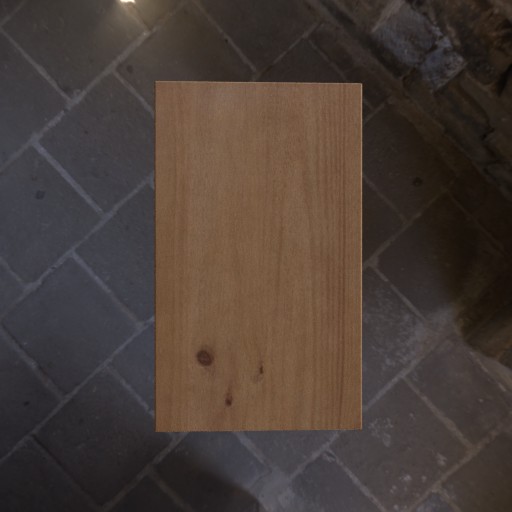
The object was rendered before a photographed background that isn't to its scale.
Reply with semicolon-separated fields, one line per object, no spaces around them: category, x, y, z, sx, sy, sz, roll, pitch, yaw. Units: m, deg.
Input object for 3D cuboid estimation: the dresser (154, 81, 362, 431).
dresser;0.000;0.000;1.580;0.479;1.240;0.761;0;90;-2
